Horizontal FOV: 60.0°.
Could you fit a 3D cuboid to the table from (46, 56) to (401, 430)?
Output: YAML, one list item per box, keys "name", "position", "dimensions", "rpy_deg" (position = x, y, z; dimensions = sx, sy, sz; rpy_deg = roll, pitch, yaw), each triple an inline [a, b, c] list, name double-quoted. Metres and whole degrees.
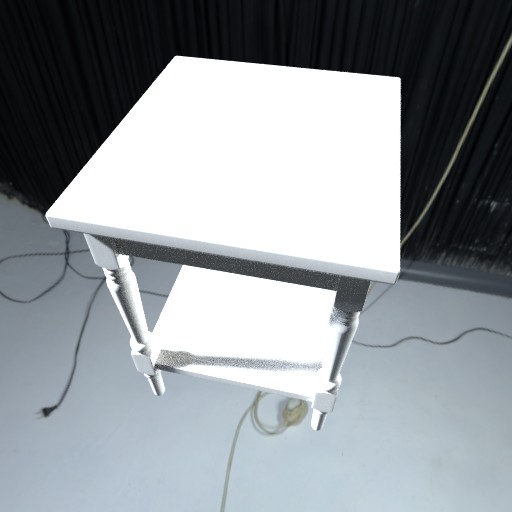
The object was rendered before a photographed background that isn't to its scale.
- name: "table"
  position: [0.000, 0.000, 0.898]
  dimensions: [0.442, 0.565, 0.488]
  rpy_deg: [9, 48, 9]
